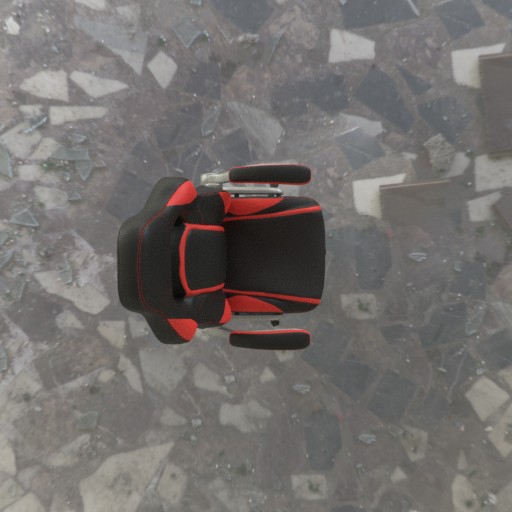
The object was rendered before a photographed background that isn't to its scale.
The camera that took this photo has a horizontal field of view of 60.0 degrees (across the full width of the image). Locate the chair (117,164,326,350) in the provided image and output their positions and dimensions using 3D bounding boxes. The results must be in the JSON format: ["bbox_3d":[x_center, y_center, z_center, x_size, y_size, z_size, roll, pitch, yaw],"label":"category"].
[{"bbox_3d":[0.000,0.000,1.664,0.712,1.165,0.758,0,92,-1],"label":"chair"}]
